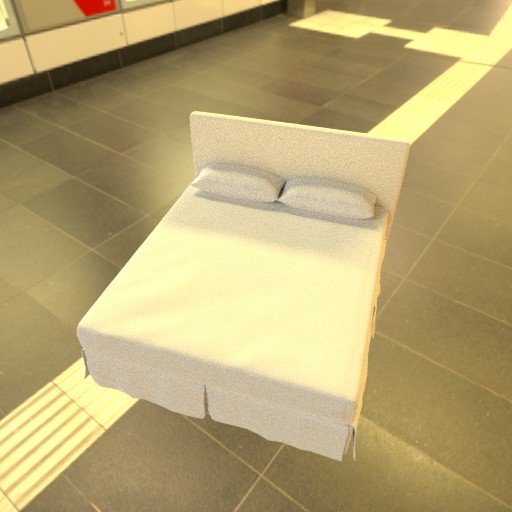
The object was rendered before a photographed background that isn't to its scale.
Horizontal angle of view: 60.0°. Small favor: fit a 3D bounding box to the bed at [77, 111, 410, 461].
[{"bbox_3d":[0.000,0.000,3.632,2.119,1.317,2.341,12,42,13],"label":"bed"}]
